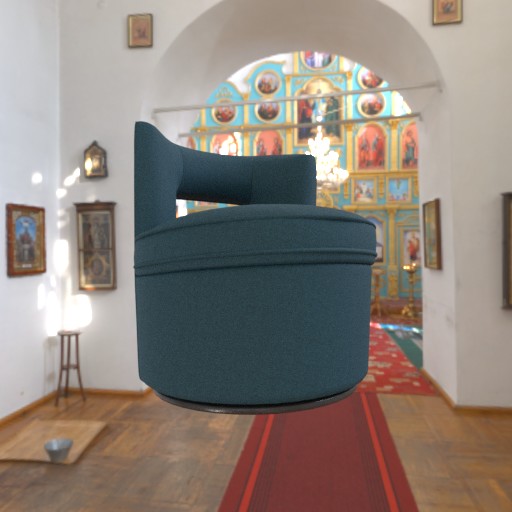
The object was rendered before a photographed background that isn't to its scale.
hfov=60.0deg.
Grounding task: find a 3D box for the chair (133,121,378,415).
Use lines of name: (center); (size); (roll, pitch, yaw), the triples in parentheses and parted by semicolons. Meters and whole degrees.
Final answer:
chair: (0.000, 0.000, 1.261); (0.684, 0.711, 0.660); (0, -1, -37)
